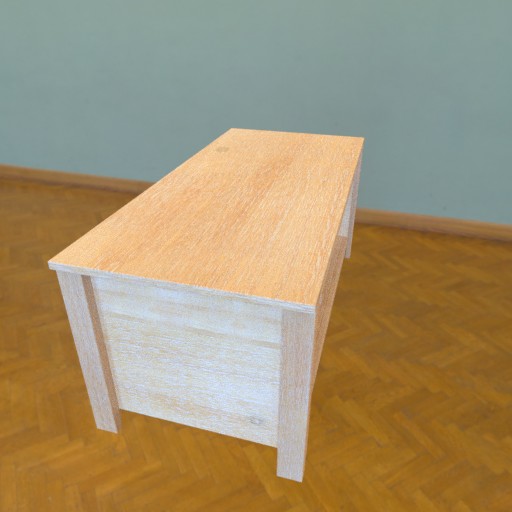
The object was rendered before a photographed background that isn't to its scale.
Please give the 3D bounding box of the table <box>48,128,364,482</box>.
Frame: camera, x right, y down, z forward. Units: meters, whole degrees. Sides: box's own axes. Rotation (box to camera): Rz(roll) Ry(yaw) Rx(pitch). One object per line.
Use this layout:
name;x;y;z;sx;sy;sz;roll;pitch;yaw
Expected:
table;0.000;0.000;1.271;0.483;0.457;1.016;8;31;14
